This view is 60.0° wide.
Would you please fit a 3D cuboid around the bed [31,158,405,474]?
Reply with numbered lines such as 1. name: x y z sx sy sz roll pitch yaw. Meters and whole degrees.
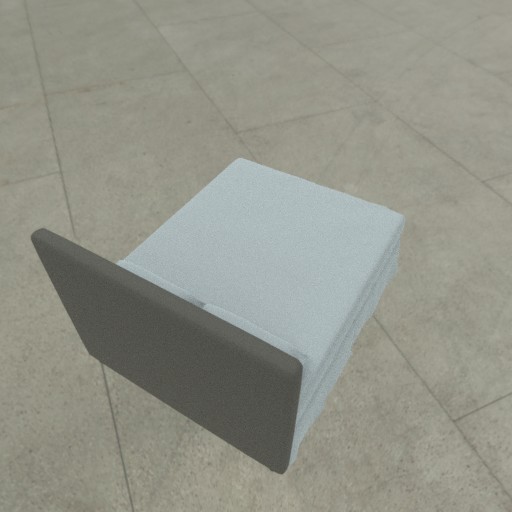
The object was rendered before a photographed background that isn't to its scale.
1. bed: 0.000 0.000 3.241 1.748 1.330 2.142 24 51 21
